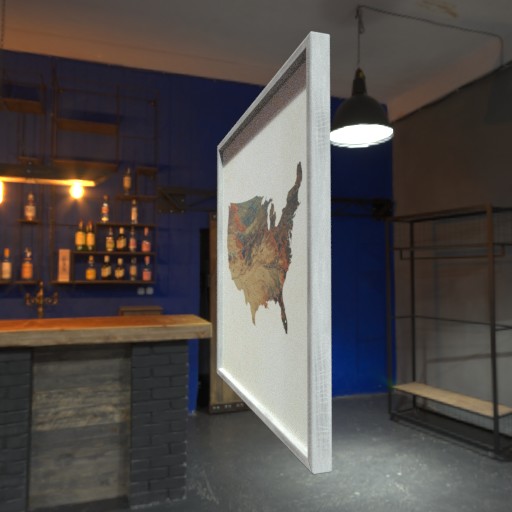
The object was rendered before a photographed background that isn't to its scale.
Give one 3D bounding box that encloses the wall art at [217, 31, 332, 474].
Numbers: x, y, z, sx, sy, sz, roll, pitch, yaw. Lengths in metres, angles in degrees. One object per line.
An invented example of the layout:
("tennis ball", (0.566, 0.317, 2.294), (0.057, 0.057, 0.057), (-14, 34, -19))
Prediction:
("wall art", (0.000, 0.000, 0.449), (0.015, 0.303, 0.303), (1, -2, -17))
